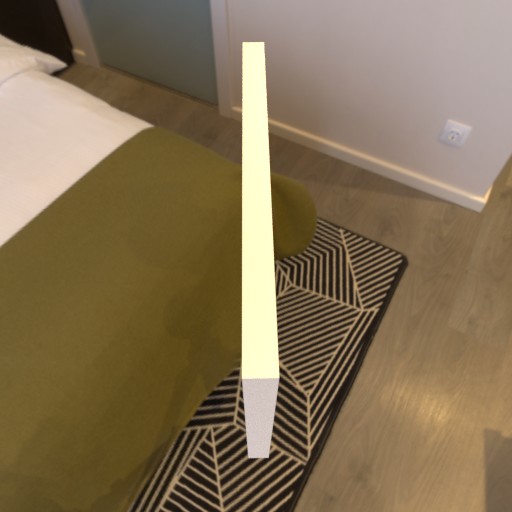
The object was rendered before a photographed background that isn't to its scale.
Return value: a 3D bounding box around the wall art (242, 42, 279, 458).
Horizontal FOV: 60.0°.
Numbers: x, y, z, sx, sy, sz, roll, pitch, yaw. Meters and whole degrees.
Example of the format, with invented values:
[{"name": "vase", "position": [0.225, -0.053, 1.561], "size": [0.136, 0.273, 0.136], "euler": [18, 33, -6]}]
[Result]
[{"name": "wall art", "position": [0.000, 0.000, 1.413], "size": [0.066, 0.801, 1.056], "euler": [-1, 56, 0]}]
